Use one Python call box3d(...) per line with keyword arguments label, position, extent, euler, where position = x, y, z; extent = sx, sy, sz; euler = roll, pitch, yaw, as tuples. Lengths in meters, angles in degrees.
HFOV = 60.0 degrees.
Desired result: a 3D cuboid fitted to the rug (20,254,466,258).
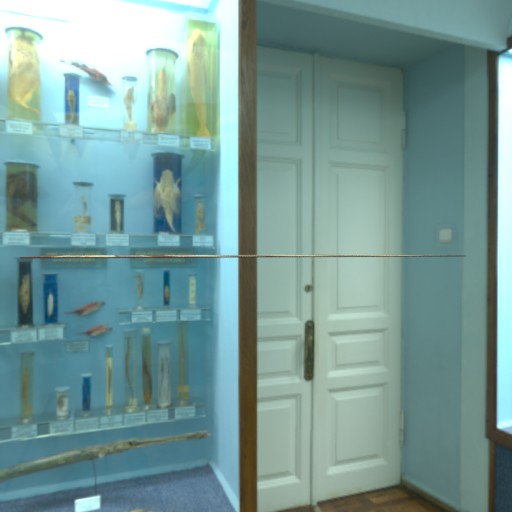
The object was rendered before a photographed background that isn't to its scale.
box3d(label="rug", position=(0.000, 0.000, 2.697), extent=(2.437, 0.006, 0.792), euler=(0, 1, -18))
